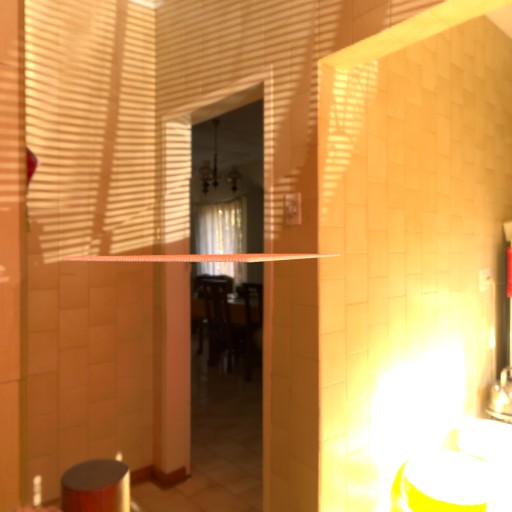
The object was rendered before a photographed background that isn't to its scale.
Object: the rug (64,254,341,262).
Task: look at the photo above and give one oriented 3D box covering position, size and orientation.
[{"bbox_3d":[0.000,0.000,2.508,0.678,0.014,2.276,0,1,18],"label":"rug"}]
